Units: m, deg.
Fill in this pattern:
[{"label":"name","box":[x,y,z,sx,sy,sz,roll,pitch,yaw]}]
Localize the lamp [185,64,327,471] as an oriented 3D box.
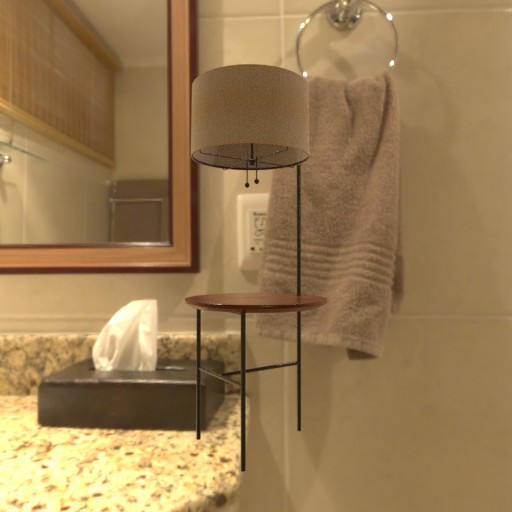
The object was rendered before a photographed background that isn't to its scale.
[{"label":"lamp","box":[0.000,0.000,1.807,0.573,1.517,0.573,0,-1,0]}]
